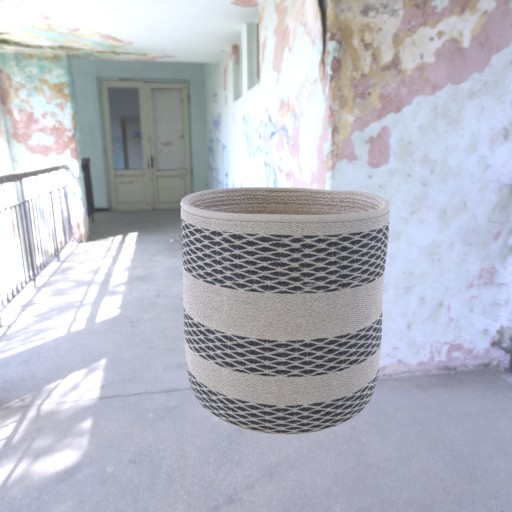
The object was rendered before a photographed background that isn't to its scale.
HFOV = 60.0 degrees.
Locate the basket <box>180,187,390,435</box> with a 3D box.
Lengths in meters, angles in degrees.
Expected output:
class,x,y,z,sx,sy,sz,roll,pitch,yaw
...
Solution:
class,x,y,z,sx,sy,sz,roll,pitch,yaw
basket,0.000,0.000,1.065,0.351,0.356,0.917,-2,15,-9
